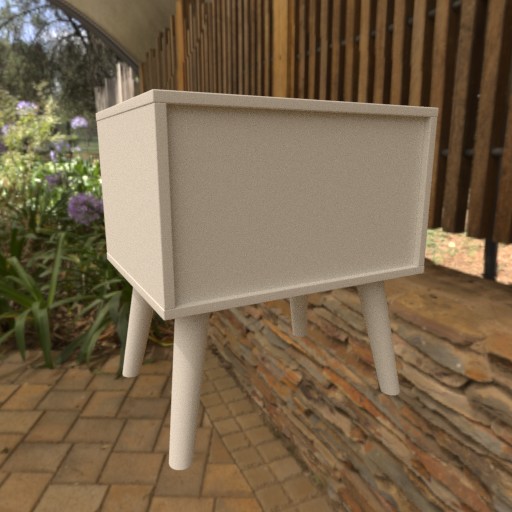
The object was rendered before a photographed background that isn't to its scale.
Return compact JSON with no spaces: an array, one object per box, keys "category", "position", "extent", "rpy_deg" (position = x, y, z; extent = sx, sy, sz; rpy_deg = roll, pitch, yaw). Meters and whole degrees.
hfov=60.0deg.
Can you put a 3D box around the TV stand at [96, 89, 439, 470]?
[{"category":"TV stand","position":[0.000,0.000,0.894],"extent":[0.508,0.559,0.405],"rpy_deg":[-7,15,-28]}]
